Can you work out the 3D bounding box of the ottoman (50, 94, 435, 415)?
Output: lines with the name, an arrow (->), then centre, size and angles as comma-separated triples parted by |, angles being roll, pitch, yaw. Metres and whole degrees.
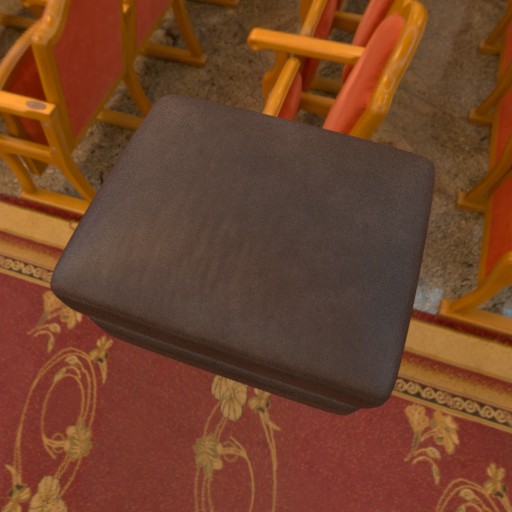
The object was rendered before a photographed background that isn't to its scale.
ottoman -> 0.000, 0.000, 1.250 | 0.806, 0.569, 0.670 | 17, 63, 9
